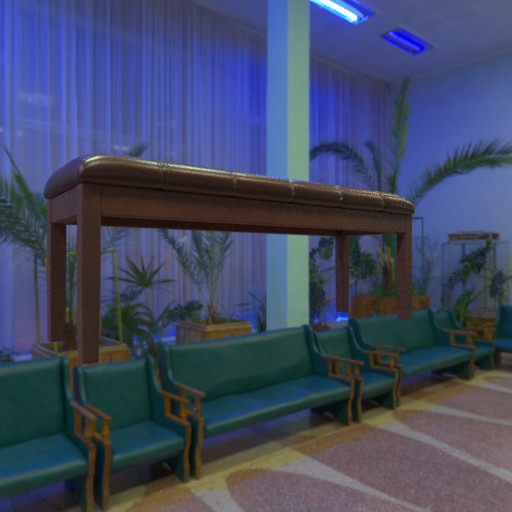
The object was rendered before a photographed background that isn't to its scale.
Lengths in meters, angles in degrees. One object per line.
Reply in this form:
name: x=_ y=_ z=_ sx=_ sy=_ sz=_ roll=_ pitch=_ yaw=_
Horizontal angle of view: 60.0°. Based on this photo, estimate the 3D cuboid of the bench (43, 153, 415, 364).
bench: x=0.000 y=0.000 z=1.497 sx=1.259 sy=0.491 sz=0.401 roll=0 pitch=-1 yaw=-36
